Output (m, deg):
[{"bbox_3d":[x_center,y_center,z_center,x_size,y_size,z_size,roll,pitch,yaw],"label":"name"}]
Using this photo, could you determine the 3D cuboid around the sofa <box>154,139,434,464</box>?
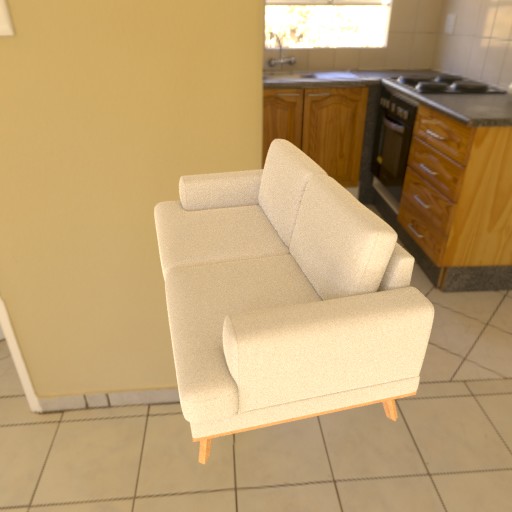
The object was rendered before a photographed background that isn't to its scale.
[{"bbox_3d":[0.000,0.000,2.184,0.915,0.810,1.651,-7,30,-12],"label":"sofa"}]
